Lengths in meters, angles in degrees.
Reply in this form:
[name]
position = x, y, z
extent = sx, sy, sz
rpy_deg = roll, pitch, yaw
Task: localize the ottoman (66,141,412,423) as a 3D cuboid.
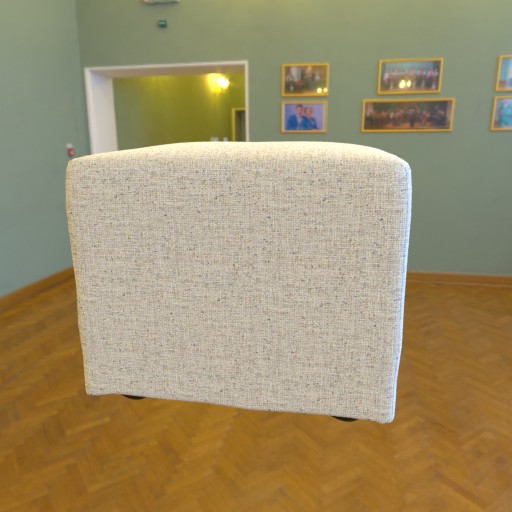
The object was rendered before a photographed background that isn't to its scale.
[ottoman]
position = 0.000, 0.000, 0.905
extent = 0.521, 0.453, 0.512
rpy_deg = 2, 14, 10
